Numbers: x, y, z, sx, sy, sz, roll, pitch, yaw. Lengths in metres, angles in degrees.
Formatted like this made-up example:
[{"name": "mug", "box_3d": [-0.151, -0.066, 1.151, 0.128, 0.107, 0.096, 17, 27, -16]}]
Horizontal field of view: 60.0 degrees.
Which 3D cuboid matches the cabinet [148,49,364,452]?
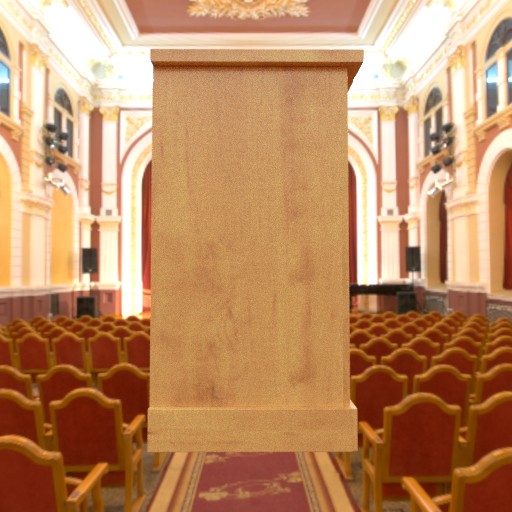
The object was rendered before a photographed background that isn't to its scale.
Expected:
[{"name": "cabinet", "box_3d": [0.000, 0.000, 1.379, 0.450, 0.840, 0.920, 0, -2, 0]}]
